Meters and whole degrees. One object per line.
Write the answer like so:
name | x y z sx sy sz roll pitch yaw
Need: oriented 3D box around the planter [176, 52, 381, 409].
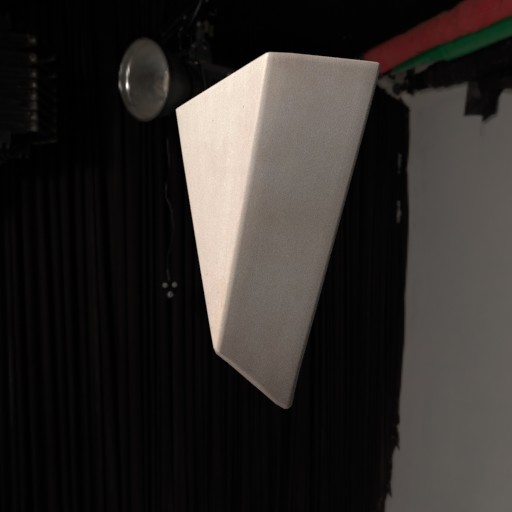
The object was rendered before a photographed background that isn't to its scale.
planter | 0.000 0.000 0.272 0.060 0.197 0.150 0 0 -35
